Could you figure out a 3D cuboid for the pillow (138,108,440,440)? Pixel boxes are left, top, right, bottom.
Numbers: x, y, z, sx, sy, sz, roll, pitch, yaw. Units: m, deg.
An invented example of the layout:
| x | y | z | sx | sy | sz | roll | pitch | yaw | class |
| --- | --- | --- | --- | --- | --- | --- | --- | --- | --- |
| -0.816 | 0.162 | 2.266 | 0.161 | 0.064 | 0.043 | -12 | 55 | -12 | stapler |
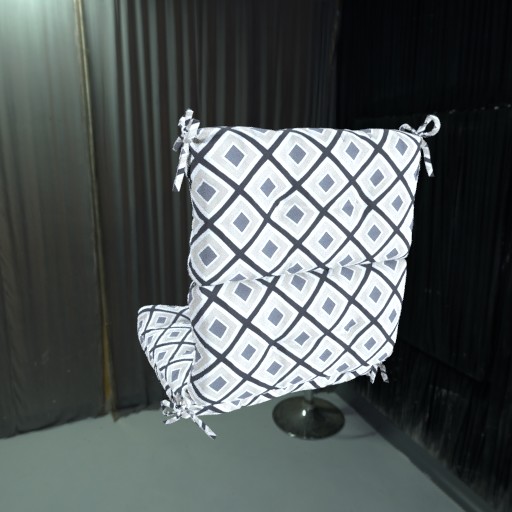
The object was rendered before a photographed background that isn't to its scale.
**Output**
| x | y | z | sx | sy | sz | roll | pitch | yaw | class |
| --- | --- | --- | --- | --- | --- | --- | --- | --- | --- |
| 0.000 | 0.000 | 1.015 | 0.519 | 0.605 | 0.571 | -7 | 16 | -24 | pillow |
